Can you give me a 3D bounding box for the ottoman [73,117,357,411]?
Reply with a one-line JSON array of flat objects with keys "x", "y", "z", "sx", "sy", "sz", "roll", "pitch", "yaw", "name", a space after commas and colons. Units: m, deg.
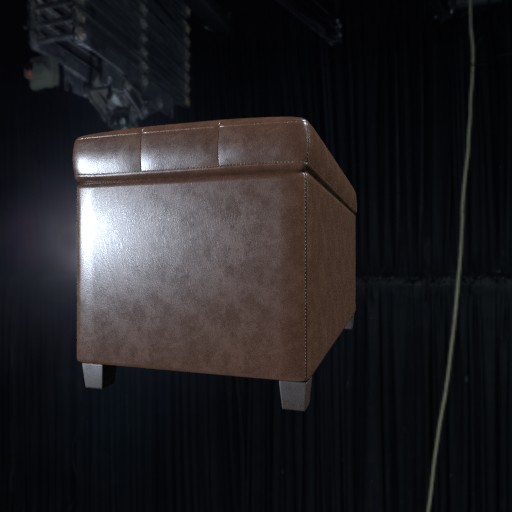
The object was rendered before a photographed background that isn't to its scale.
[{"x": 0.000, "y": 0.000, "z": 1.115, "sx": 0.432, "sy": 0.470, "sz": 0.838, "roll": 0, "pitch": 1, "yaw": 17, "name": "ottoman"}]
